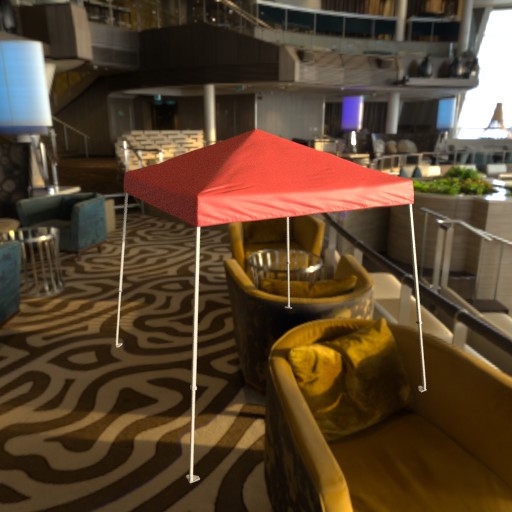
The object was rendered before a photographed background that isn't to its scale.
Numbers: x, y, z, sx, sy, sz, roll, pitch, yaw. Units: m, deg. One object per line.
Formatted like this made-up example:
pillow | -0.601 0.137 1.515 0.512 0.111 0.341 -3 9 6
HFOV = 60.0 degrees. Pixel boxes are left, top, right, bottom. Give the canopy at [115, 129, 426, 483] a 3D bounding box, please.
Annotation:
canopy | 0.000 0.000 6.540 3.600 3.600 3.599 -9 18 -28
